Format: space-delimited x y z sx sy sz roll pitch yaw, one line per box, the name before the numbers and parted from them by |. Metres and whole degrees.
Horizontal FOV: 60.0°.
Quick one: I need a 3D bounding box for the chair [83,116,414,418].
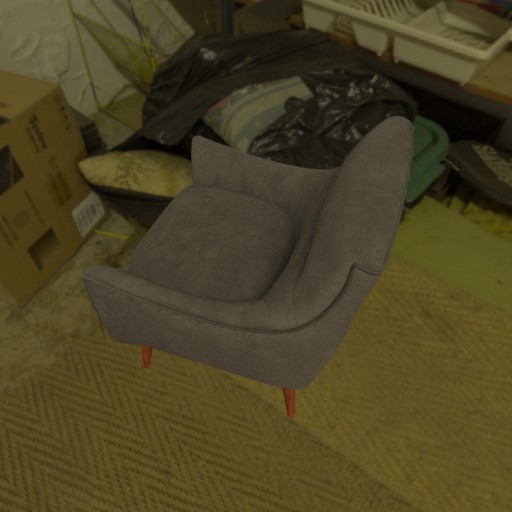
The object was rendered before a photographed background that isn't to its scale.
chair | 0.000 0.000 1.458 0.787 0.838 0.762 15 49 13
